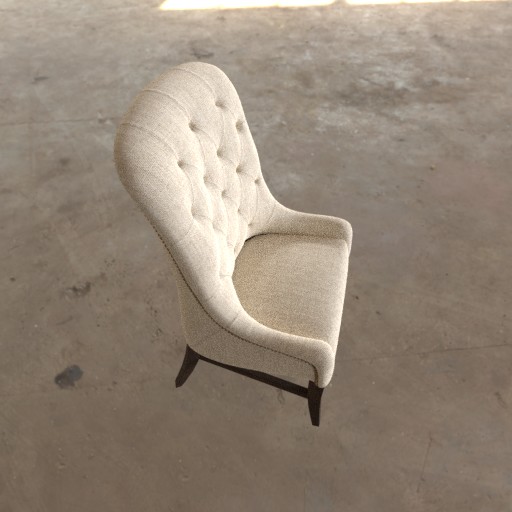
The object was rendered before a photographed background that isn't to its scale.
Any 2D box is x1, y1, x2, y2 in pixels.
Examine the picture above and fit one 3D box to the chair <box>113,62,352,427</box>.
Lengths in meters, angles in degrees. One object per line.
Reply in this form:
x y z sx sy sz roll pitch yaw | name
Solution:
0.000 0.000 1.474 0.629 1.091 0.634 10 48 9 | chair
